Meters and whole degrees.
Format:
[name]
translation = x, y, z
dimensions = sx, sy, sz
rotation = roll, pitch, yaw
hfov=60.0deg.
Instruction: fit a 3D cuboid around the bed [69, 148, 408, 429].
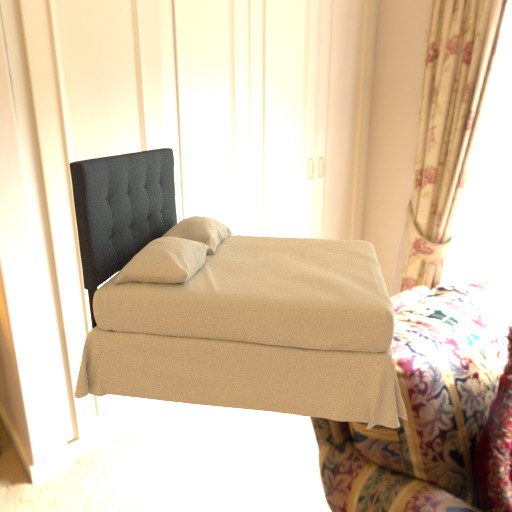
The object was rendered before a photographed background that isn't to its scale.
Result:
[bed]
translation = 0.000, 0.000, 3.528
dimensions = 2.222, 1.577, 1.936
rotation = 3, 17, 9
